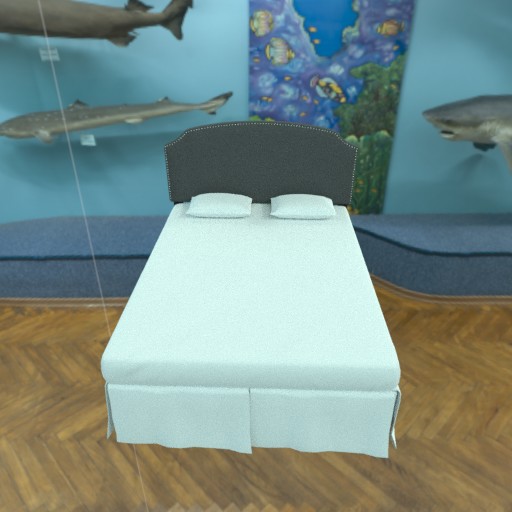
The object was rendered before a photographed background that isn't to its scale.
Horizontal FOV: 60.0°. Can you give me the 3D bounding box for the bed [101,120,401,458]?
[{"bbox_3d":[0.000,0.000,2.881,1.558,1.270,1.999,1,30,2],"label":"bed"}]
